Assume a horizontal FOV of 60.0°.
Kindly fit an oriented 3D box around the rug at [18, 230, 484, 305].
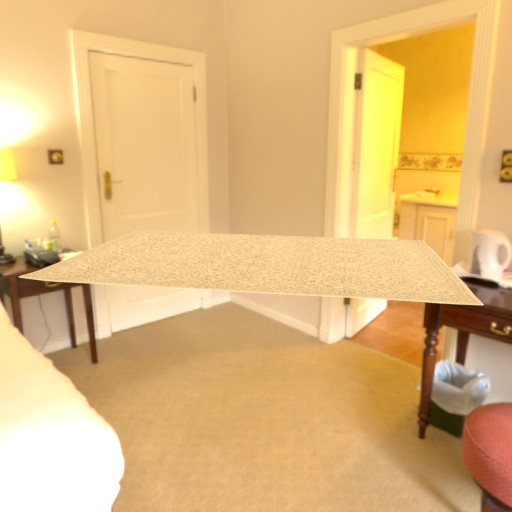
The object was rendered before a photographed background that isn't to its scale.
[{"bbox_3d":[0.000,0.000,2.989,2.434,0.023,1.518,2,14,10],"label":"rug"}]
